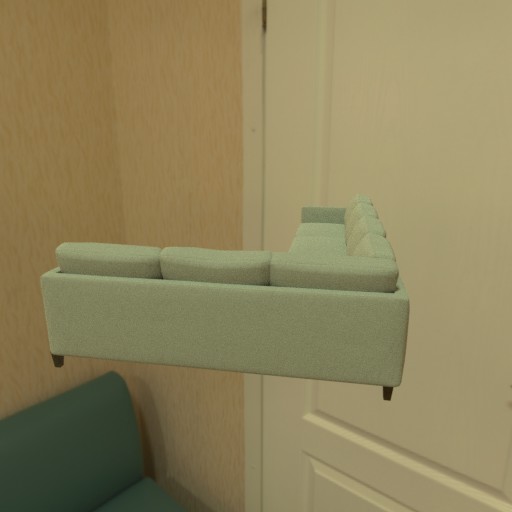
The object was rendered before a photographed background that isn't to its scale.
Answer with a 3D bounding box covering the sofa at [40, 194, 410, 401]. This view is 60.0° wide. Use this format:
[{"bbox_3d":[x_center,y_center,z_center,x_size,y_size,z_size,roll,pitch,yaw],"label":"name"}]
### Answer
[{"bbox_3d":[0.000,0.000,4.477,2.522,0.934,3.333,3,16,10],"label":"sofa"}]
